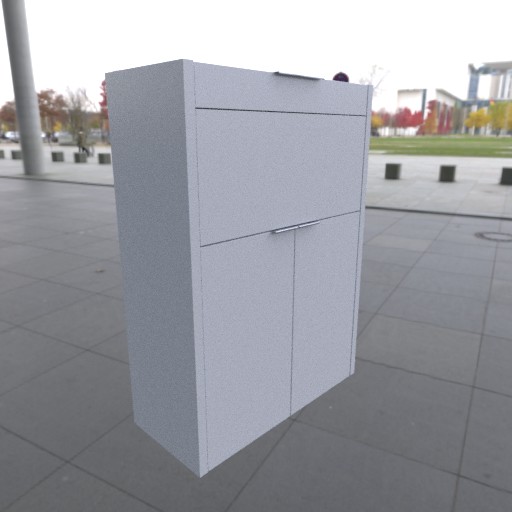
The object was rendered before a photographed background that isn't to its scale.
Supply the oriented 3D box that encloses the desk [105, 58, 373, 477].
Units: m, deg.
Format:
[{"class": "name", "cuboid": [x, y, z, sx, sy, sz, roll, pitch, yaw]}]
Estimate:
[{"class": "desk", "cuboid": [0.000, 0.000, 1.599, 0.390, 1.190, 0.850, 15, 21, 42]}]
